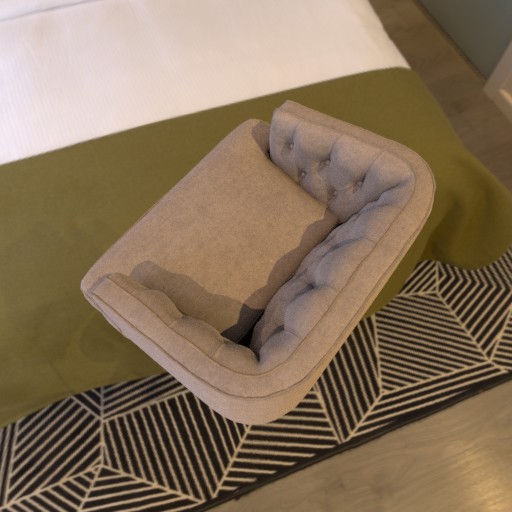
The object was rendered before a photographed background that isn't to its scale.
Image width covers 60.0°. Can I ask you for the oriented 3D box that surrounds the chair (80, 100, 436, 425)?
[{"bbox_3d":[0.000,0.000,1.777,0.941,0.852,1.104,35,69,16],"label":"chair"}]
